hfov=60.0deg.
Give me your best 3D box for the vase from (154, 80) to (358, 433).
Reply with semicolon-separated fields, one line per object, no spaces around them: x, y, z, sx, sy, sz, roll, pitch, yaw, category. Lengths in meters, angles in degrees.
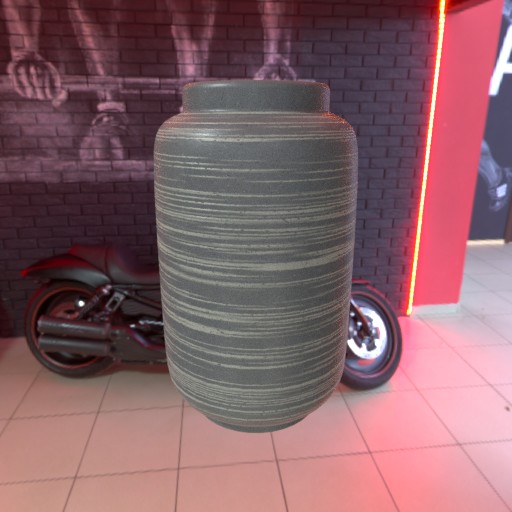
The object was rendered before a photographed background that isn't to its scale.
0.000;0.000;0.692;0.297;0.499;0.297;0;17;0;vase
